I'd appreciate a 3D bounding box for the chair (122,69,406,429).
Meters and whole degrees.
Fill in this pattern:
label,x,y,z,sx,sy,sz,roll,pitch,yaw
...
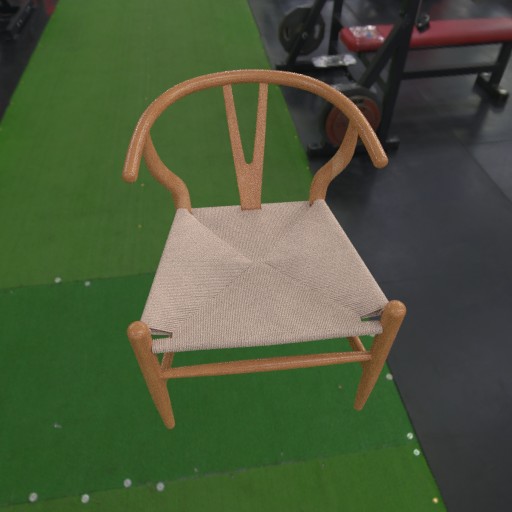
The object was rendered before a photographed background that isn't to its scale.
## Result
label,x,y,z,sx,sy,sz,roll,pitch,yaw
chair,0.000,0.000,1.151,0.569,0.730,0.579,-4,47,-4
